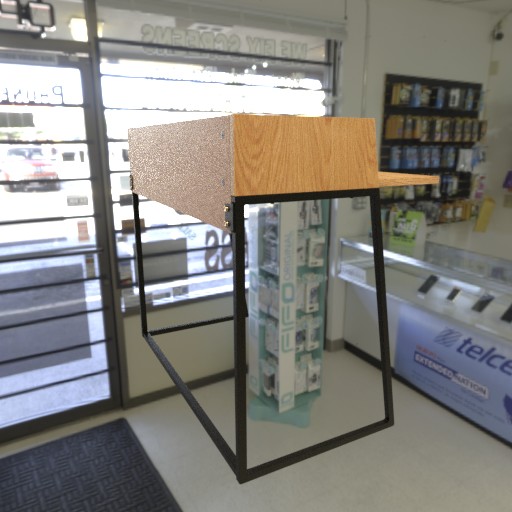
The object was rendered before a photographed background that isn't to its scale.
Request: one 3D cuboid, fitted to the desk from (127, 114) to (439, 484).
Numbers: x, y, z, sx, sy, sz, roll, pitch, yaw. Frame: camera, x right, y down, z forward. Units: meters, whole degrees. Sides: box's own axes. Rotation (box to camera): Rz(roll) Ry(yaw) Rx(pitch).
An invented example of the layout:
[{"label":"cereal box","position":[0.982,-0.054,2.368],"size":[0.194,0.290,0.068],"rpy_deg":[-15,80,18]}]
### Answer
[{"label":"desk","position":[0.000,0.000,1.872],"size":[0.769,1.061,1.191],"rpy_deg":[-7,16,-27]}]
